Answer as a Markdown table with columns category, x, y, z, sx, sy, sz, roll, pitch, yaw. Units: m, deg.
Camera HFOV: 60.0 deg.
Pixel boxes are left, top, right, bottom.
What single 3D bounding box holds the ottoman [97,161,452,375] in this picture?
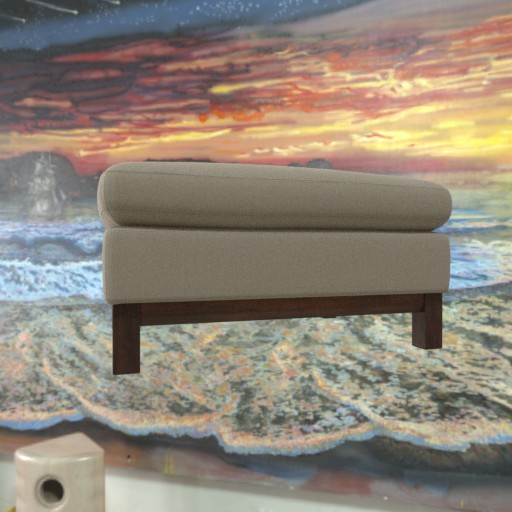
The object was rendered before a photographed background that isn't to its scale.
| category | x | y | z | sx | sy | sz | roll | pitch | yaw |
| --- | --- | --- | --- | --- | --- | --- | --- | --- | --- |
| ottoman | 0.000 | 0.000 | 1.154 | 0.771 | 0.420 | 0.606 | 0 | 0 | -18 |
